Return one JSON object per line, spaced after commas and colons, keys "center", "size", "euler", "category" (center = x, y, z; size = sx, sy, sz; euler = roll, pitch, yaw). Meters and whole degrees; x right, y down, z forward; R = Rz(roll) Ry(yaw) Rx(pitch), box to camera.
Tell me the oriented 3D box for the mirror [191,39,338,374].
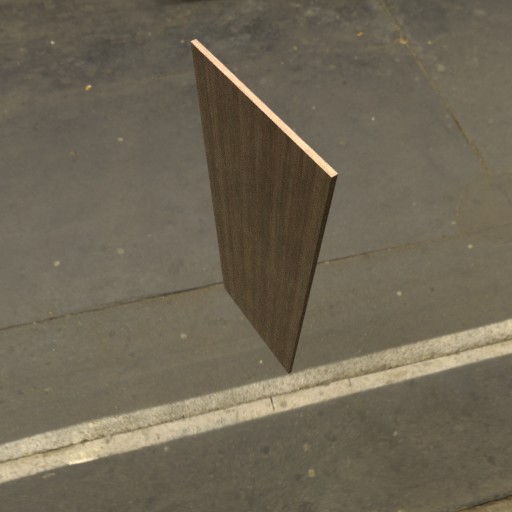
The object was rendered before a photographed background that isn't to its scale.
{"center": [0.000, 0.000, 2.359], "size": [0.025, 2.032, 0.812], "euler": [-31, 64, -17], "category": "mirror"}
